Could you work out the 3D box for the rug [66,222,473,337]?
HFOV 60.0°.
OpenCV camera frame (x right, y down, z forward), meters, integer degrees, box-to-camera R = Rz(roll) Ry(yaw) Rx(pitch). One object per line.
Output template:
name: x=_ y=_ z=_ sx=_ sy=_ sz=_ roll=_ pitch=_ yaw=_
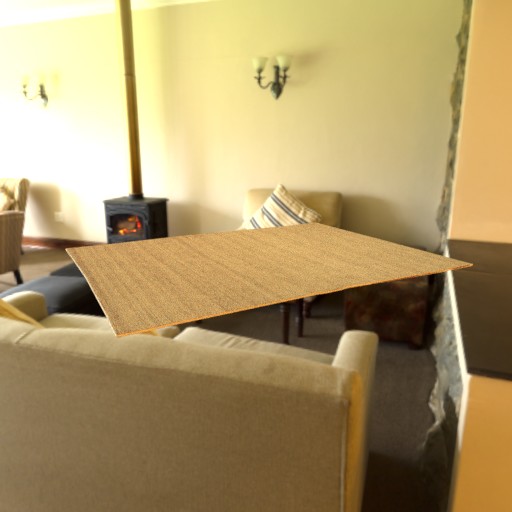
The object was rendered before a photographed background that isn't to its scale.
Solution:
rug: x=0.000 y=0.000 z=4.327 sx=3.202 sy=0.045 sz=2.434 roll=-8 pitch=16 yaw=-27
